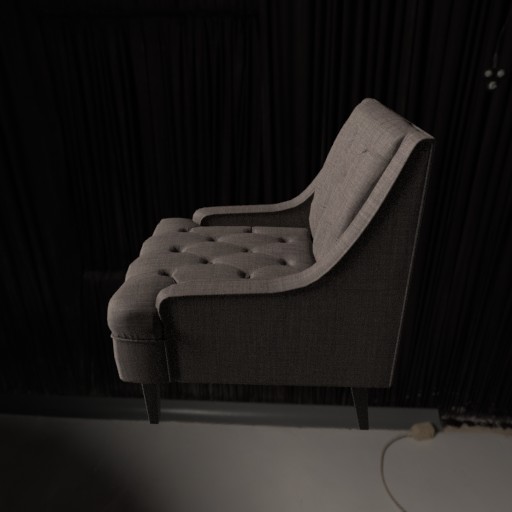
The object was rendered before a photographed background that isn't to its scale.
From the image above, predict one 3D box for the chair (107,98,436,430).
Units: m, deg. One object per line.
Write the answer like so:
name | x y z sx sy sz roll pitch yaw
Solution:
chair | 0.000 0.000 1.393 0.771 0.891 0.655 1 27 2
